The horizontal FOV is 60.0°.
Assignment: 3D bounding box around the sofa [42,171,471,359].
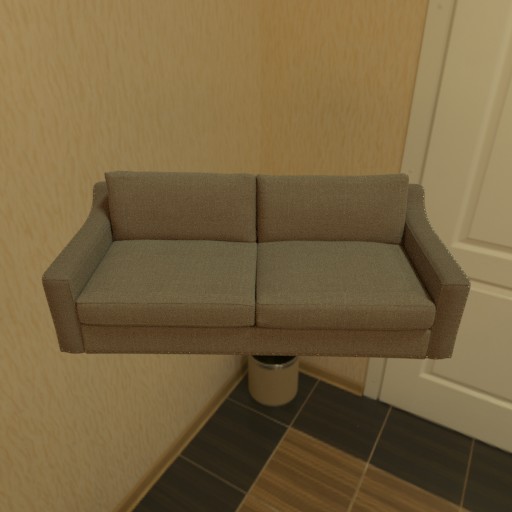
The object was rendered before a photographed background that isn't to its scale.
[{"bbox_3d":[0.000,0.000,2.706,2.208,0.857,1.000,1,30,1],"label":"sofa"}]
